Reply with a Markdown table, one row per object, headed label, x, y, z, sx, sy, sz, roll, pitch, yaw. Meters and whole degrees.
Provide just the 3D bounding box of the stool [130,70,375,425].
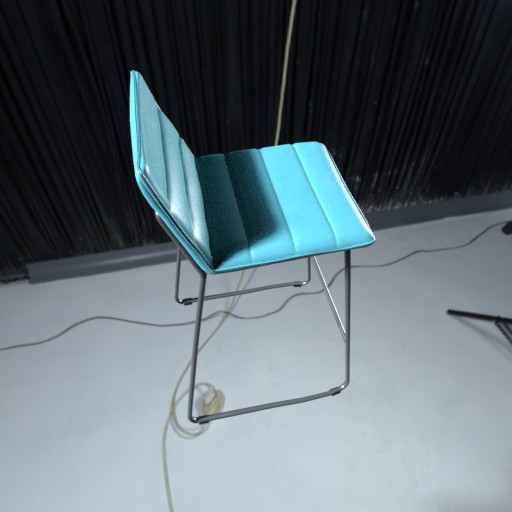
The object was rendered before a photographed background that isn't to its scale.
| label | x | y | z | sx | sy | sz | roll | pitch | yaw |
| --- | --- | --- | --- | --- | --- | --- | --- | --- | --- |
| stool | 0.000 | 0.000 | 1.225 | 0.524 | 0.936 | 0.489 | -9 | 48 | -8 |
